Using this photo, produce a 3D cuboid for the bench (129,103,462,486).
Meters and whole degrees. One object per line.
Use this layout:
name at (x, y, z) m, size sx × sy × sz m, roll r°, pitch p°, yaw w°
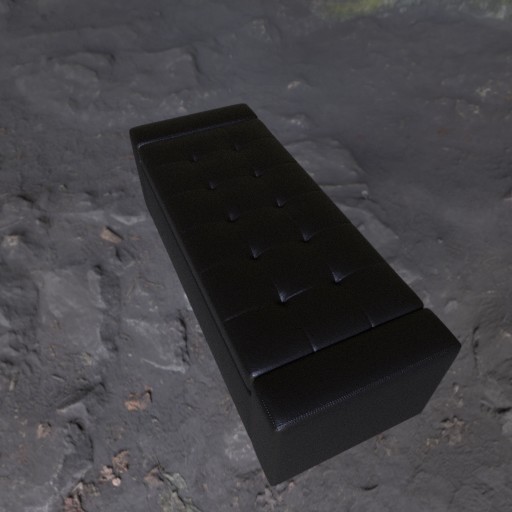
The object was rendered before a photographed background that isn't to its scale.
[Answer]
bench at (0.000, 0.000, 1.529) m, size 0.508 × 0.445 × 1.296 m, roll -18°, pitch 49°, yaw -17°
